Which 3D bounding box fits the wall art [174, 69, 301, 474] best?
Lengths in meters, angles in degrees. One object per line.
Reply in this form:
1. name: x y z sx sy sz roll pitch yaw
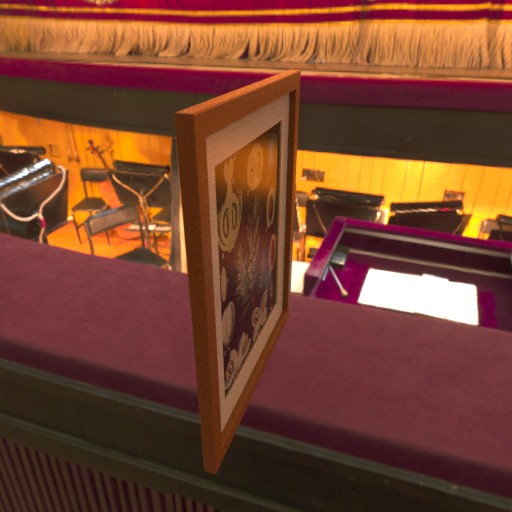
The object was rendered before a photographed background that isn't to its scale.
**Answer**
1. wall art: 0.000 0.000 0.522 0.015 0.379 0.310 9 30 17
